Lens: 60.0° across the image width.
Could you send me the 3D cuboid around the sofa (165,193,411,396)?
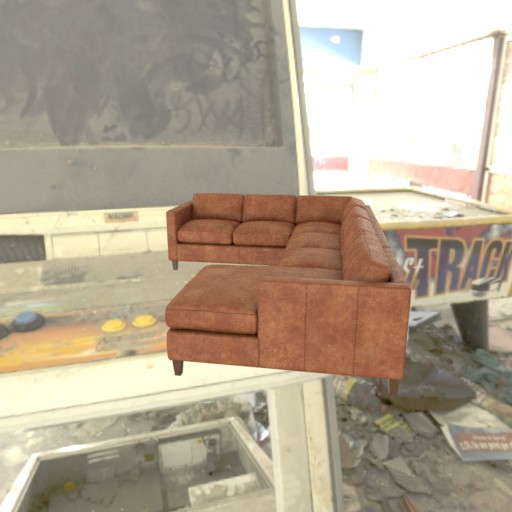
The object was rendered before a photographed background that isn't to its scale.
[{"bbox_3d":[0.000,0.000,4.475,2.452,0.888,3.324,3,15,9],"label":"sofa"}]
